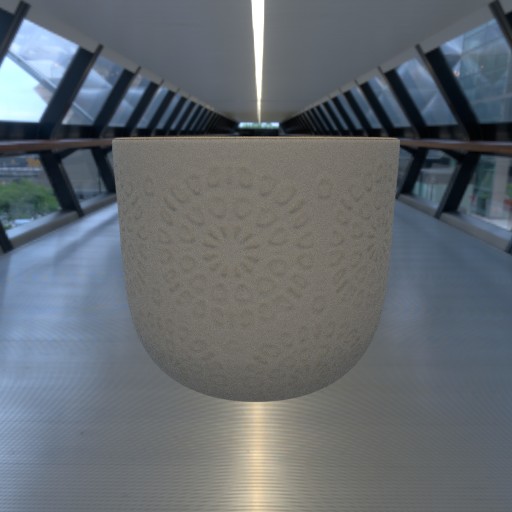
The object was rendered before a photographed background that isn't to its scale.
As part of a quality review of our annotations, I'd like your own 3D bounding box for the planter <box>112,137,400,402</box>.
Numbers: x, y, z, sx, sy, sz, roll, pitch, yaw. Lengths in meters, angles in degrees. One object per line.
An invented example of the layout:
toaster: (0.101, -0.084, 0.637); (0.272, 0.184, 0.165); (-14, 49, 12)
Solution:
planter: (0.000, 0.000, 0.213); (0.124, 0.109, 0.124); (0, 14, 0)
